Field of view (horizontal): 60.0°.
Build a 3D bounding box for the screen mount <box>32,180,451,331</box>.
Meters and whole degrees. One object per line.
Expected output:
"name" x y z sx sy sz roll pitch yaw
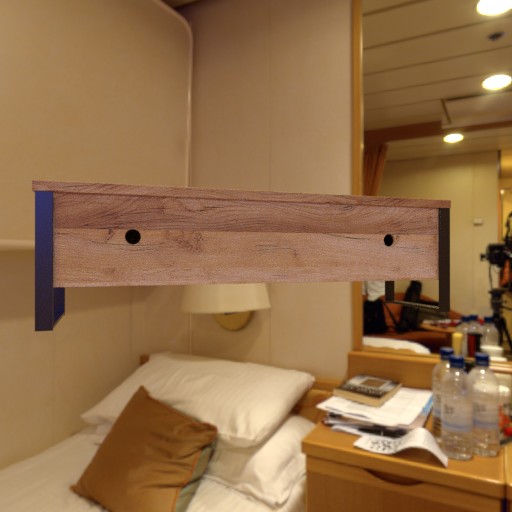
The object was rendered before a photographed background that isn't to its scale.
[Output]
"screen mount" 0.000 0.000 1.736 1.524 0.450 0.395 0 0 -18
